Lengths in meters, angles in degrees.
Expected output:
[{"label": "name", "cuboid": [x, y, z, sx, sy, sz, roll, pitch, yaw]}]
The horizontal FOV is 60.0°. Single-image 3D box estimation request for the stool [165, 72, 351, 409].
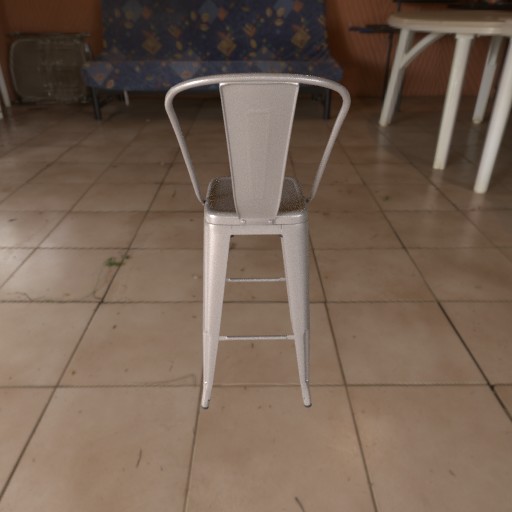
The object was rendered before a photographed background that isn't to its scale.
[{"label": "stool", "cuboid": [0.000, 0.000, 1.343, 0.399, 1.096, 0.513, -1, 30, -1]}]
